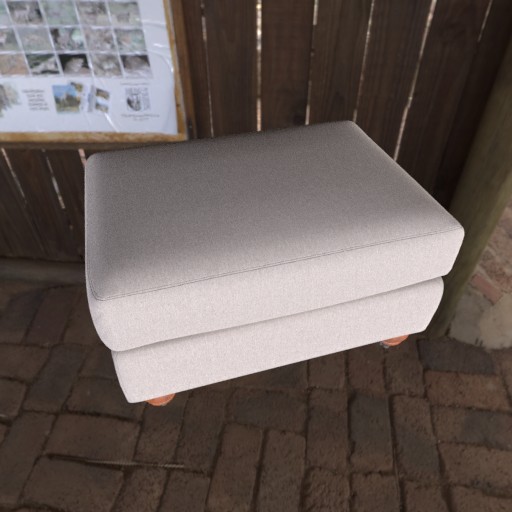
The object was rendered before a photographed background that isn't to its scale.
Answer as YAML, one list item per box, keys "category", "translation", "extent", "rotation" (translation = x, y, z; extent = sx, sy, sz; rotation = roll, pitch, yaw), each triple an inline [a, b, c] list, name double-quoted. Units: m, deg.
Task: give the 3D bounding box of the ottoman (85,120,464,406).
- category: "ottoman"
  translation: [0.000, 0.000, 1.152]
  extent: [0.773, 0.497, 0.574]
  rotation: [-11, 42, -12]
